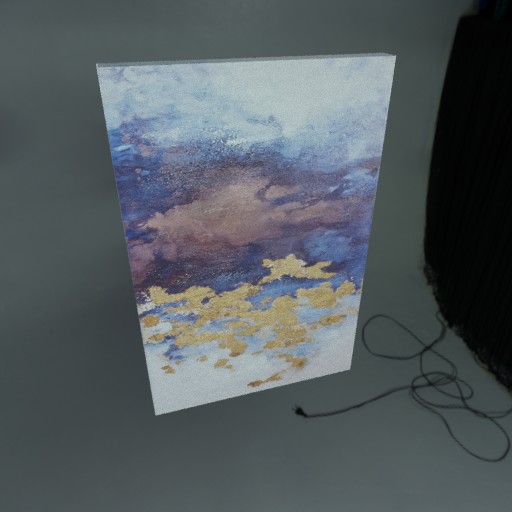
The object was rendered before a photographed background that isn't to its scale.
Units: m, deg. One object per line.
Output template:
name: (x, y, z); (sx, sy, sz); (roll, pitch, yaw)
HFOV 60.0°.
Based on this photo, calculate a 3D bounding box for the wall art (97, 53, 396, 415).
wall art: (0.000, 0.000, 1.071); (0.583, 0.874, 0.048); (-9, 32, -15)
